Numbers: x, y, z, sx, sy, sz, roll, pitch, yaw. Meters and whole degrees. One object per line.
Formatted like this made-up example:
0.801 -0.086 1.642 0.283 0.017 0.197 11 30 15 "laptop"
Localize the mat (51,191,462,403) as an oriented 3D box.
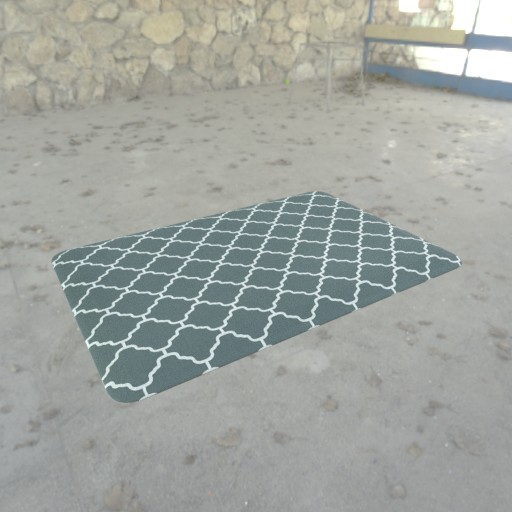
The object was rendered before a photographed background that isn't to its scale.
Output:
0.000 0.000 0.959 0.762 0.021 0.508 -17 33 -27 "mat"
